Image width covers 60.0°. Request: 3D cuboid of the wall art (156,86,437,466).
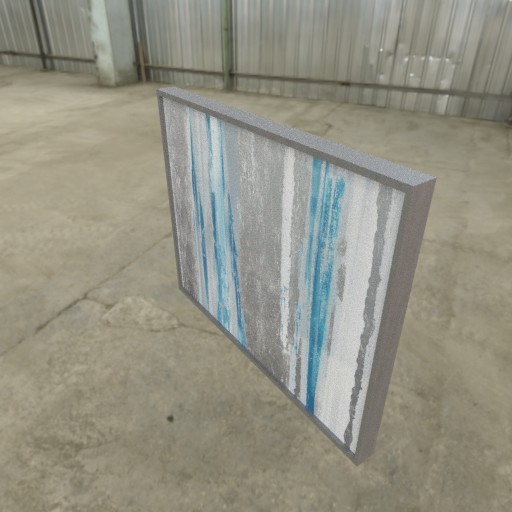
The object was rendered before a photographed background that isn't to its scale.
[{"bbox_3d":[0.000,0.000,0.743,0.037,0.450,0.557,-21,38,-30],"label":"wall art"}]
